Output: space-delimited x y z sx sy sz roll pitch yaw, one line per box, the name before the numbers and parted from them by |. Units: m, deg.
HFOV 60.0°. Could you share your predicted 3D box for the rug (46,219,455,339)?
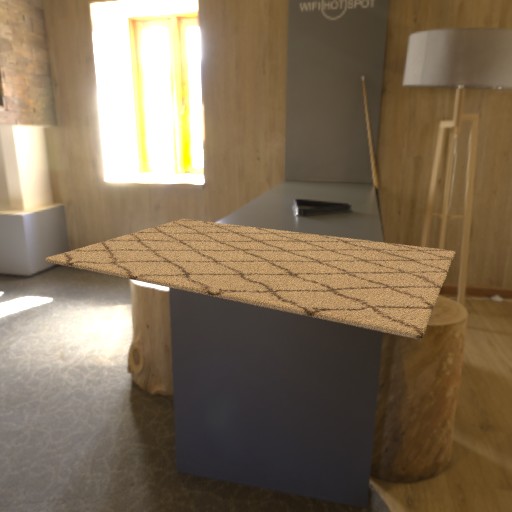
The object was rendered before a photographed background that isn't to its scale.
rug | 0.000 0.000 3.094 2.438 0.030 1.524 9 18 27
